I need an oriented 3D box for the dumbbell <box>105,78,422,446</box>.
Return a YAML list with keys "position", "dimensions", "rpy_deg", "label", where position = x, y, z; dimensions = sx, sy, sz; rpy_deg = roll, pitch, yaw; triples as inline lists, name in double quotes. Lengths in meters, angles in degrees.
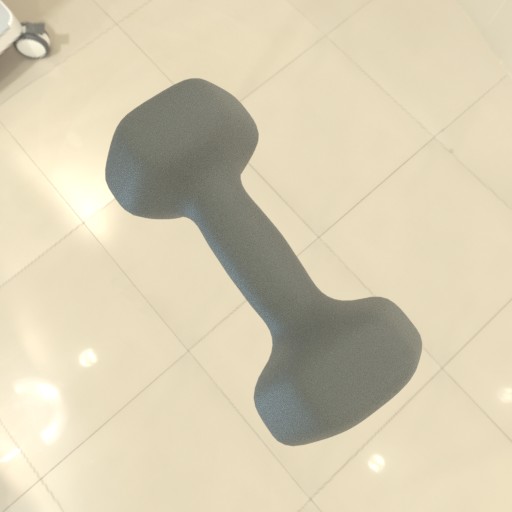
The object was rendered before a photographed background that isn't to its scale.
- position: [0.000, 0.000, 0.231]
  dimensions: [0.090, 0.081, 0.184]
  rpy_deg: [-33, 78, -8]
  label: "dumbbell"
